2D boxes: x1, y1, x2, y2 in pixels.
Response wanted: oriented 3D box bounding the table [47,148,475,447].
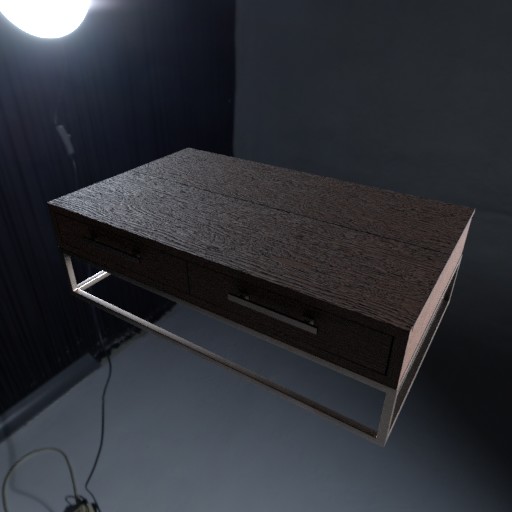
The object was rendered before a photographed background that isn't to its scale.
[{"bbox_3d":[0.000,0.000,1.489,1.167,0.361,0.719,18,35,28],"label":"table"}]
